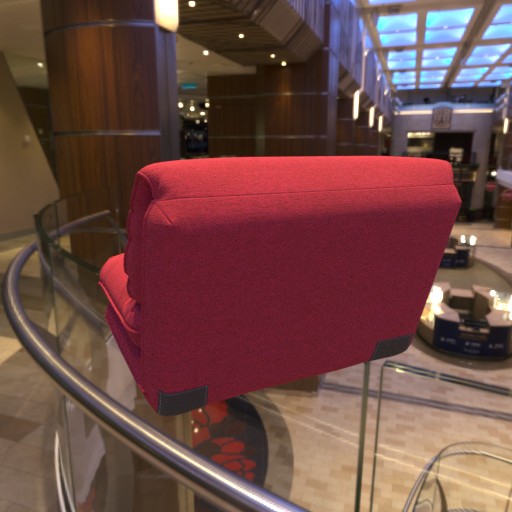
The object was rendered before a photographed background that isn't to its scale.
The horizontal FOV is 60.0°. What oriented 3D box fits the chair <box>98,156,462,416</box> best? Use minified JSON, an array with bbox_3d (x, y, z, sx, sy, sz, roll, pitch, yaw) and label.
[{"bbox_3d":[0.000,0.000,1.306,0.820,0.580,0.780,-7,15,-26],"label":"chair"}]
